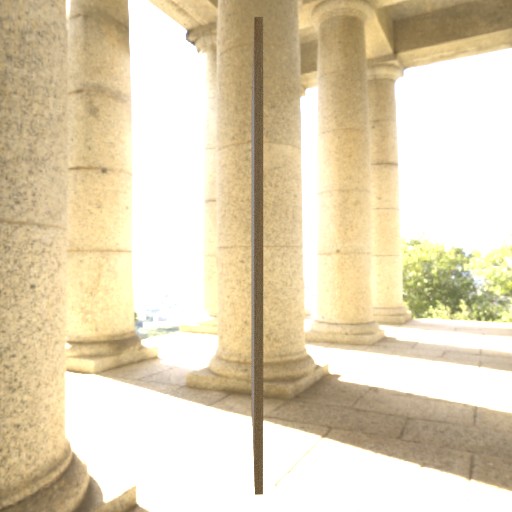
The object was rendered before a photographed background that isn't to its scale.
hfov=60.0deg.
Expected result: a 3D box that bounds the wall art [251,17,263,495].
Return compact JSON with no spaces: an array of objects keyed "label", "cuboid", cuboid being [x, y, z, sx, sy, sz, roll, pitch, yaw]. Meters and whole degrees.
[{"label":"wall art","cuboid":[0.000,0.000,0.823,0.013,0.683,0.381,0,-1,-1]}]
